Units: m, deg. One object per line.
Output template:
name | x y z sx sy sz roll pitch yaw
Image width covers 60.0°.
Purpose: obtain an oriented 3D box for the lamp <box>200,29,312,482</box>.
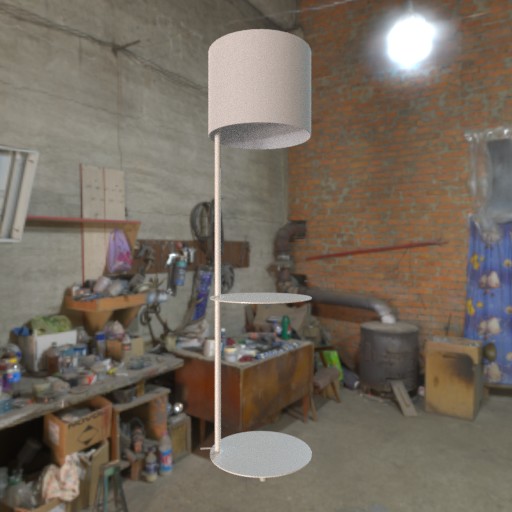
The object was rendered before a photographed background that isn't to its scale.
lamp | 0.000 0.000 1.617 0.405 1.465 0.372 0 0 -1
